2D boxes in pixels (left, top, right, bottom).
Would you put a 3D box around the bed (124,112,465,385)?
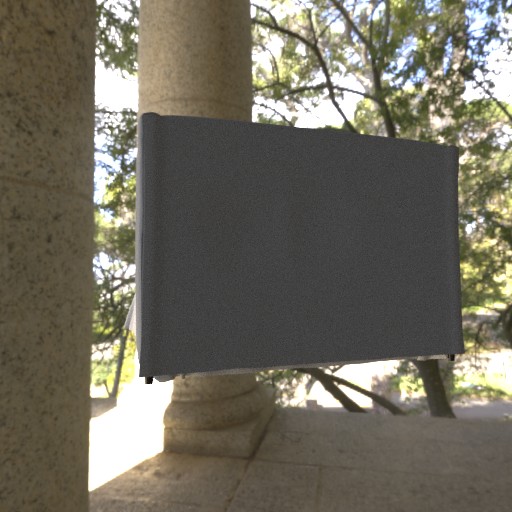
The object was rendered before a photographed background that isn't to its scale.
[{"bbox_3d":[0.000,0.000,3.466,1.925,1.332,2.276,1,-2,-18],"label":"bed"}]
